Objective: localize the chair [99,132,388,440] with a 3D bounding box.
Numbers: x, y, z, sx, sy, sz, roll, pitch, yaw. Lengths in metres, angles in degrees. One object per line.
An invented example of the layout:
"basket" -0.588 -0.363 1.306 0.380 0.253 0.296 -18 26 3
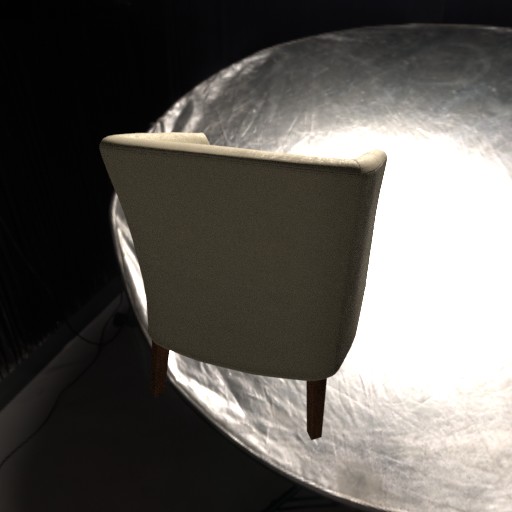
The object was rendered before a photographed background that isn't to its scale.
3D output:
"chair" 0.000 0.000 1.300 0.643 0.822 0.657 9 32 15
